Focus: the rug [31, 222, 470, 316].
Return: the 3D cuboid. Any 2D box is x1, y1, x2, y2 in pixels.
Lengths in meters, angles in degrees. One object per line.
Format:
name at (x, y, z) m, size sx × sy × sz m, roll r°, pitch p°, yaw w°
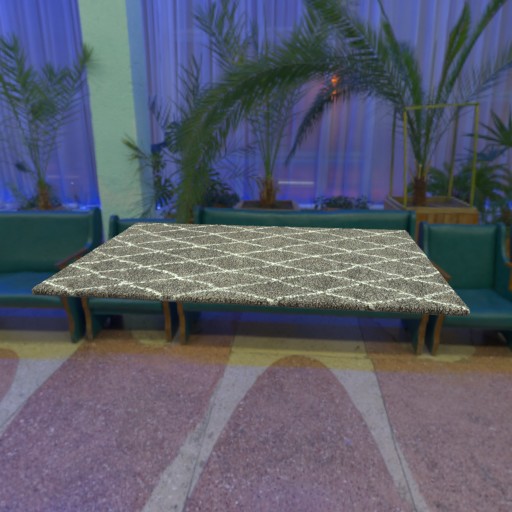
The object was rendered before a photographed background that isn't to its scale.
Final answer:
rug at (0.000, 0.000, 2.346) m, size 1.778 × 0.030 × 1.219 m, roll 2°, pitch 18°, yaw 6°
